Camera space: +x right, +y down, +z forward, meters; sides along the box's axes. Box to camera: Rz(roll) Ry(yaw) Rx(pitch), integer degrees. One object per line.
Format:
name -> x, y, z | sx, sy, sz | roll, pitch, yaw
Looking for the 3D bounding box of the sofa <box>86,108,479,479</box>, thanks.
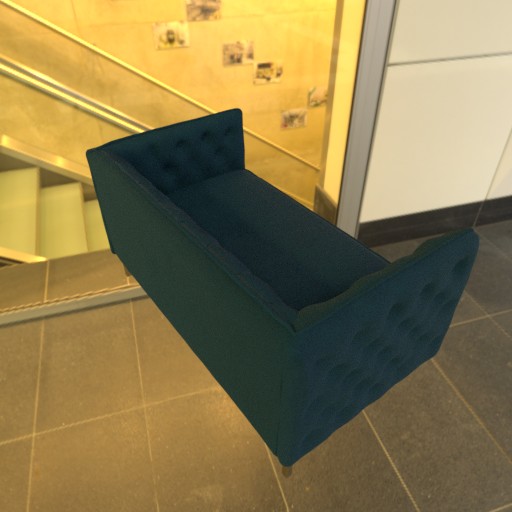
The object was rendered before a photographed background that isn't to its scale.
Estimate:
sofa -> 0.000, 0.000, 2.076 | 0.909, 0.810, 1.583 | -25, 45, -28
